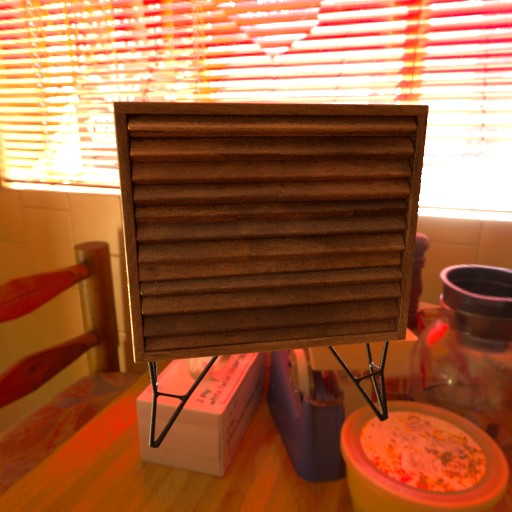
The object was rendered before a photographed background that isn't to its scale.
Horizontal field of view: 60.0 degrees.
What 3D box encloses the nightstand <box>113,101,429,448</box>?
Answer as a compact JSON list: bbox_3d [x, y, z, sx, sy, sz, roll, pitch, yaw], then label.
[{"bbox_3d":[0.000,0.000,0.889,0.457,0.559,0.406,-3,16,-10],"label":"nightstand"}]
